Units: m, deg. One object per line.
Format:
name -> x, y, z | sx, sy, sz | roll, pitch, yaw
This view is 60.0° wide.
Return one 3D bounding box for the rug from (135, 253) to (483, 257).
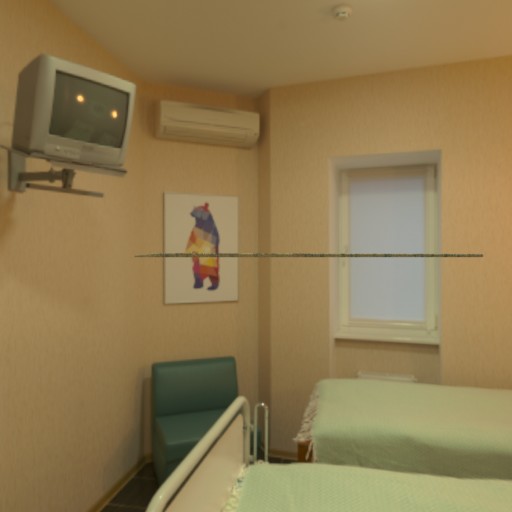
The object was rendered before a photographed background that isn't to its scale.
rug -> 0.000, 0.000, 3.052 | 1.524, 0.015, 2.439 | 0, 0, -17
